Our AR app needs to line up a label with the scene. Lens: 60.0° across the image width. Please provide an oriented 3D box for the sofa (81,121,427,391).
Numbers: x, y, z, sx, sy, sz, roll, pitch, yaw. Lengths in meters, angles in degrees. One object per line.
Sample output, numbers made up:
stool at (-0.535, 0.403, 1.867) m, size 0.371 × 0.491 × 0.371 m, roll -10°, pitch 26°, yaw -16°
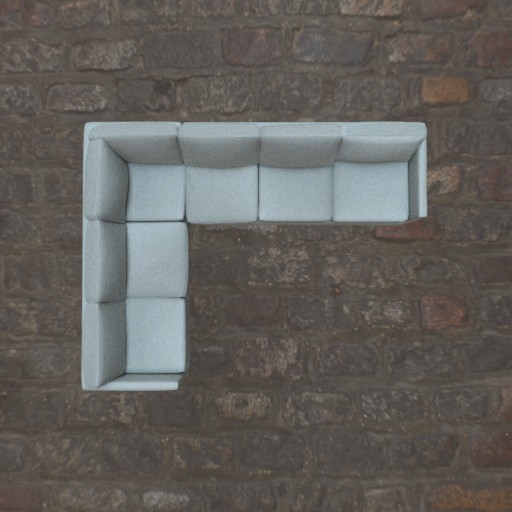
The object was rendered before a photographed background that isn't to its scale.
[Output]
sofa at (0.000, 0.000, 4.427) m, size 3.301 × 0.947 × 2.592 m, roll 0°, pitch 89°, yaw 0°
